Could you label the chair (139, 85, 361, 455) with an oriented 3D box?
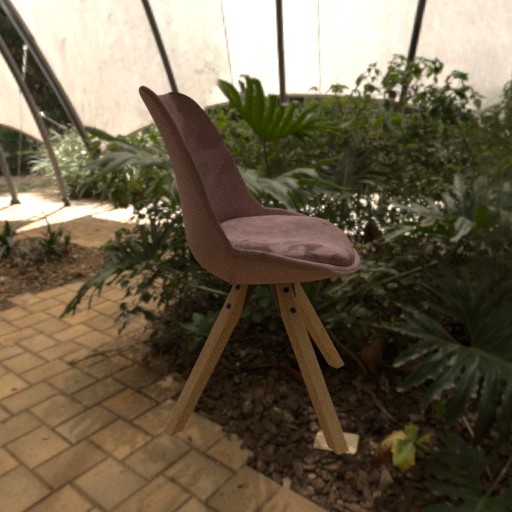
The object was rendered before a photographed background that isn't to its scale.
[{"bbox_3d":[0.000,0.000,1.193,0.550,0.850,0.485,3,17,9],"label":"chair"}]
